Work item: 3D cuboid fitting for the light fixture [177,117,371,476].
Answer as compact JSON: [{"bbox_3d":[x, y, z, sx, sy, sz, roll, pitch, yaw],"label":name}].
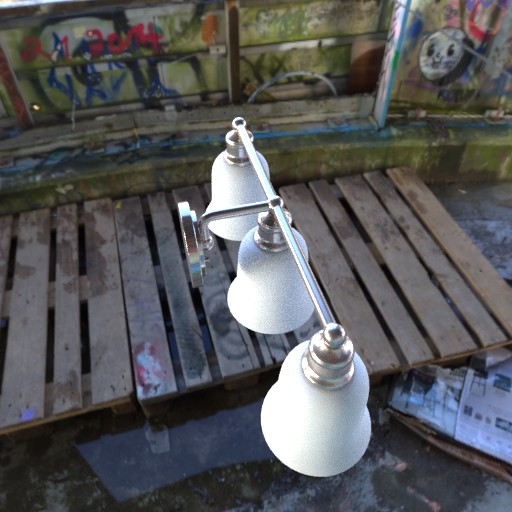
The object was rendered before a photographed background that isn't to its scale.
[{"bbox_3d":[0.000,0.000,0.651,0.198,0.211,0.570,-11,47,-10],"label":"light fixture"}]
